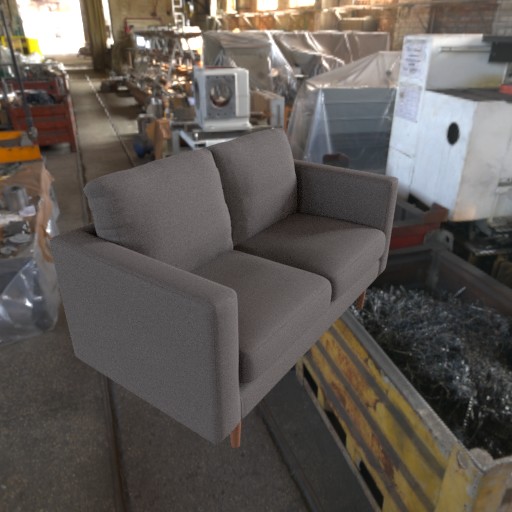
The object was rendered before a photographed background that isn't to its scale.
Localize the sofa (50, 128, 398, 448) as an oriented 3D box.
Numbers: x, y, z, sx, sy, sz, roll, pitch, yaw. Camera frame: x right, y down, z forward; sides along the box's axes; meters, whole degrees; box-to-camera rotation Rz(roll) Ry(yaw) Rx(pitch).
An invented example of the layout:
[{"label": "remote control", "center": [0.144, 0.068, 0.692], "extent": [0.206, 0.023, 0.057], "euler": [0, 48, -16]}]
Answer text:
[{"label": "sofa", "center": [0.000, 0.000, 1.970], "extent": [0.796, 0.908, 1.430], "euler": [18, 32, 31]}]
